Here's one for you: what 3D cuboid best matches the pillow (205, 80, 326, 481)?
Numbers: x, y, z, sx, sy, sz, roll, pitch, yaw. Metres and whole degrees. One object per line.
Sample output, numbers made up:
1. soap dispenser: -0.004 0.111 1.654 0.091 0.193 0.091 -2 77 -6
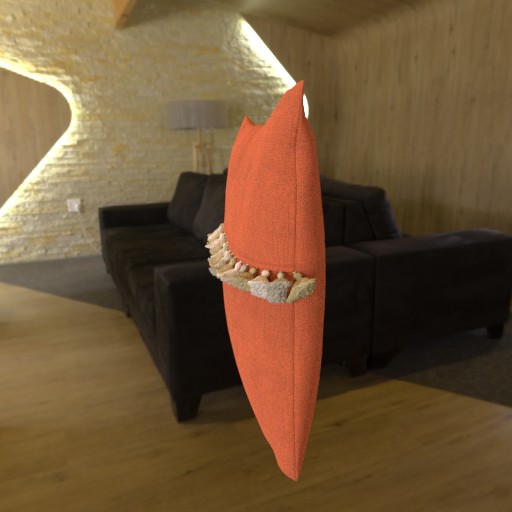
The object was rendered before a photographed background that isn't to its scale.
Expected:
1. pillow: 0.000 0.000 0.733 0.165 0.482 0.490 -2 13 -8
